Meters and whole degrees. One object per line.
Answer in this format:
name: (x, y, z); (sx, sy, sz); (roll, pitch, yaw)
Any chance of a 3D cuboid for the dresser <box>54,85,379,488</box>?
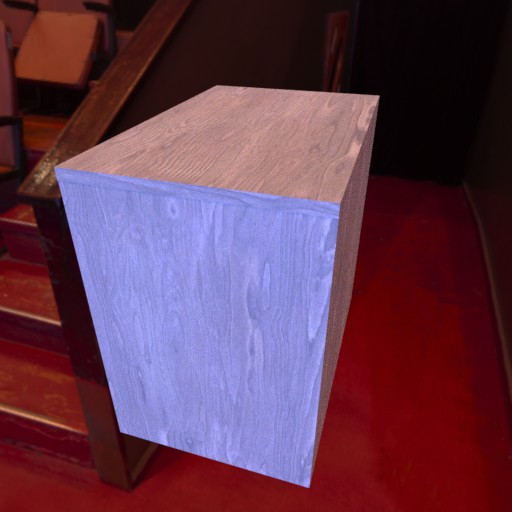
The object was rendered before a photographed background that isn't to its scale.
dresser: (0.000, 0.000, 1.281); (0.529, 0.762, 0.809); (9, 33, 15)
